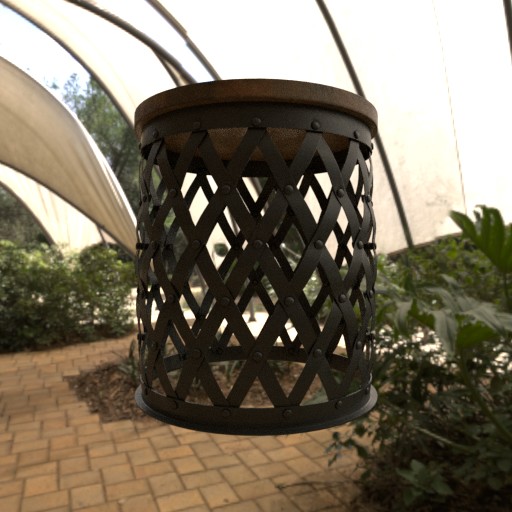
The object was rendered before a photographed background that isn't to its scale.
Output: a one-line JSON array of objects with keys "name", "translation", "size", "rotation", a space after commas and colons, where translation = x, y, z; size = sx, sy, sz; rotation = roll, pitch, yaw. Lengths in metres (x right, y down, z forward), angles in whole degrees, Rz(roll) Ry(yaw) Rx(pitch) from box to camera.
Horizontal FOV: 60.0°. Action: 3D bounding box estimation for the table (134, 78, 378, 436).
[{"name": "table", "translation": [0.000, 0.000, 0.764], "size": [0.405, 0.454, 0.405], "rotation": [0, 1, 0]}]
